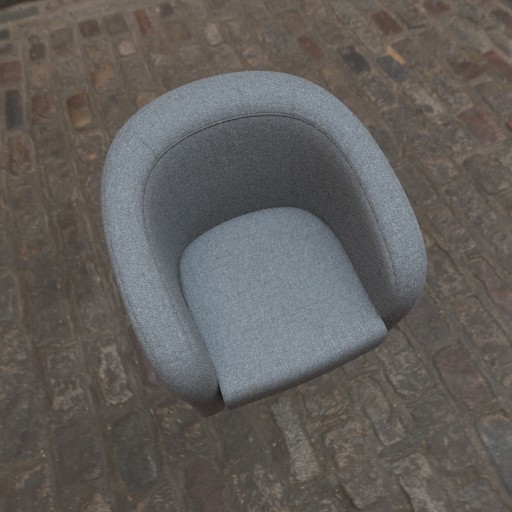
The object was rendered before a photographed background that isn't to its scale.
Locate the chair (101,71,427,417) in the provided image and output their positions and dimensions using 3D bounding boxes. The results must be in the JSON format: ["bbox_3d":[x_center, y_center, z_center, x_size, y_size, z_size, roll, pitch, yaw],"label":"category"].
[{"bbox_3d":[0.000,0.000,1.415,0.791,0.771,0.815,-20,65,-10],"label":"chair"}]
